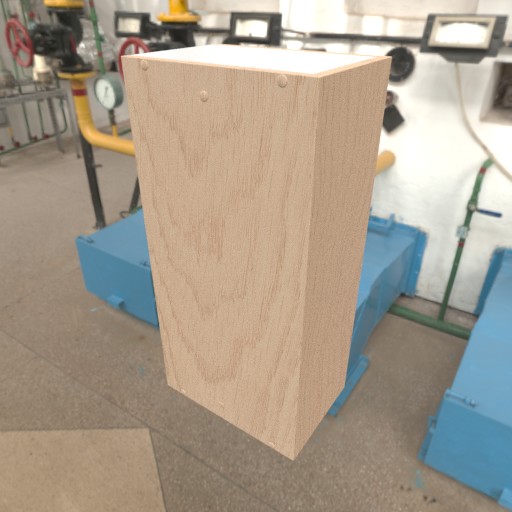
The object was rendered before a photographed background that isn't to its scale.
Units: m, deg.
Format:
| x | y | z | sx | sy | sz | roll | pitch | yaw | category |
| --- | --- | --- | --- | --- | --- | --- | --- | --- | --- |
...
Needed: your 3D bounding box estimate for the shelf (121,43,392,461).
| x | y | z | sx | sy | sz | roll | pitch | yaw | category |
| --- | --- | --- | --- | --- | --- | --- | --- | --- | --- |
| 0.000 | 0.000 | 0.726 | 0.290 | 0.600 | 0.200 | 20 | 36 | 30 | shelf |
